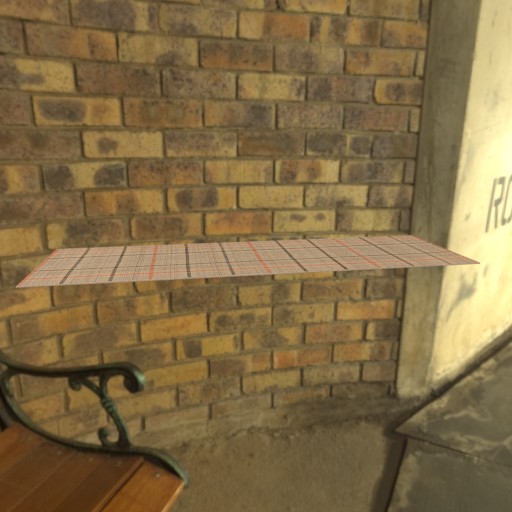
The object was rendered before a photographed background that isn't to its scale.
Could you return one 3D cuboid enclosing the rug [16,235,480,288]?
[{"bbox_3d":[0.000,0.000,2.662,2.439,0.008,0.762,-3,15,-10],"label":"rug"}]
